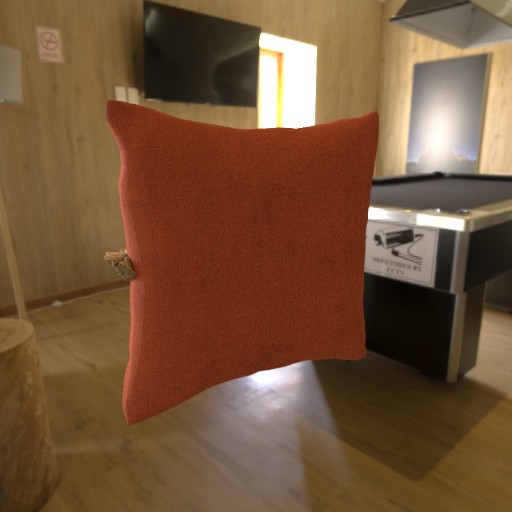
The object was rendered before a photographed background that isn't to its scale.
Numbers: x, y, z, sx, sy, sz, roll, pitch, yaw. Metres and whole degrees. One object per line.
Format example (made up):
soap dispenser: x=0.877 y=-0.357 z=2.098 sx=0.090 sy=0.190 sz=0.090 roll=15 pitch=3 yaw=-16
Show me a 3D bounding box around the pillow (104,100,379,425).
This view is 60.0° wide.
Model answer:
pillow: x=0.000 y=0.000 z=0.752 sx=0.490 sy=0.482 sz=0.165 roll=-8 pitch=17 yaw=-27
